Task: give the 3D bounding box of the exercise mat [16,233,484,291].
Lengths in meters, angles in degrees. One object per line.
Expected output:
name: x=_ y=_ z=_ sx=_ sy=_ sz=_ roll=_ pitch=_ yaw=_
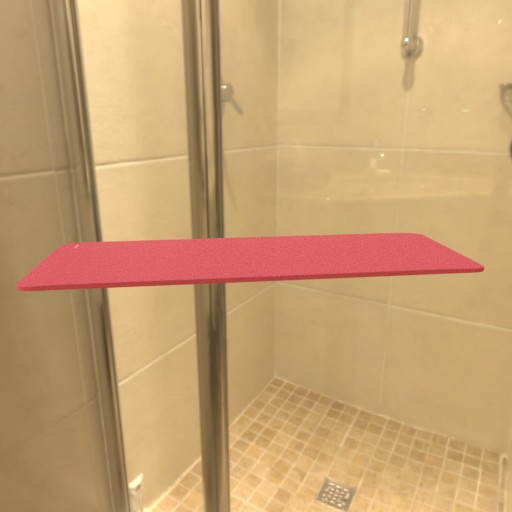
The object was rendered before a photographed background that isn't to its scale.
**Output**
exercise mat: x=0.000 y=0.000 z=2.024 sx=1.884 sy=0.021 sz=0.616 roll=-2 pitch=17 yaw=-7
